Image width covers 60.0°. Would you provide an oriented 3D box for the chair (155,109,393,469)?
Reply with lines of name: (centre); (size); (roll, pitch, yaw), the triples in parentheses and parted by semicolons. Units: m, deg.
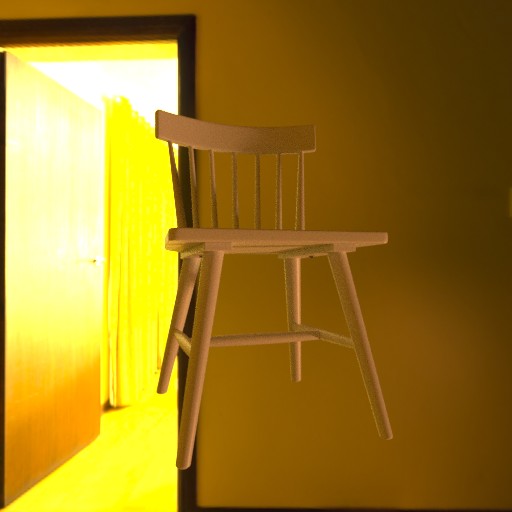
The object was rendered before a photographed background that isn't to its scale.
chair: (0.000, 0.000, 1.114); (0.483, 0.787, 0.500); (0, 0, -18)
